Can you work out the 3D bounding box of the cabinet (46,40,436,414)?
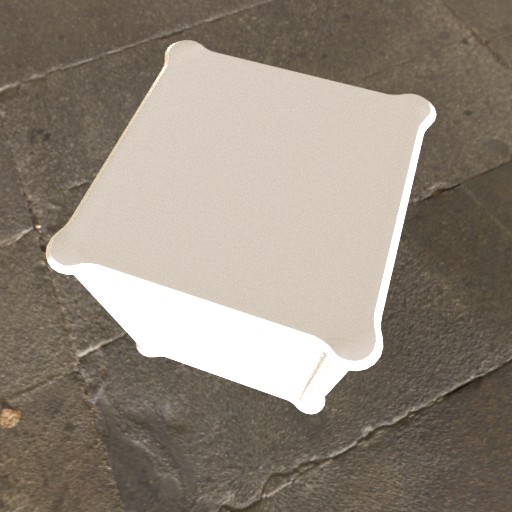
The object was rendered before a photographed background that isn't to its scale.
[{"bbox_3d":[0.000,0.000,1.212,0.628,0.761,0.627,17,65,8],"label":"cabinet"}]
